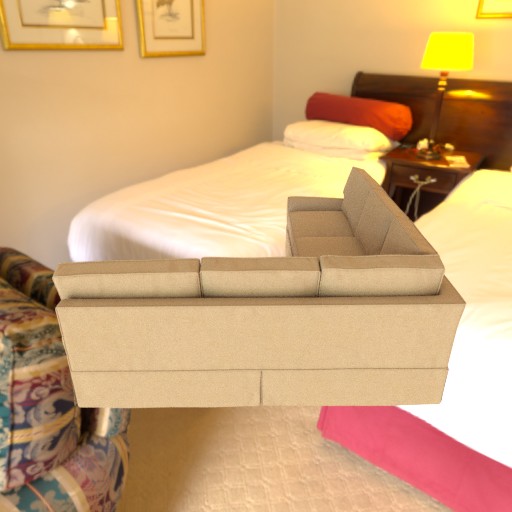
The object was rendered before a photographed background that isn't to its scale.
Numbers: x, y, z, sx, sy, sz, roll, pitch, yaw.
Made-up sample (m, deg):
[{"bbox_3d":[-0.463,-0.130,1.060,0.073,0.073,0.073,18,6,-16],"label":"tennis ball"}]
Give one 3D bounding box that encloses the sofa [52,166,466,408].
[{"bbox_3d":[0.000,0.000,4.212,2.733,1.124,2.730,0,27,-1],"label":"sofa"}]
